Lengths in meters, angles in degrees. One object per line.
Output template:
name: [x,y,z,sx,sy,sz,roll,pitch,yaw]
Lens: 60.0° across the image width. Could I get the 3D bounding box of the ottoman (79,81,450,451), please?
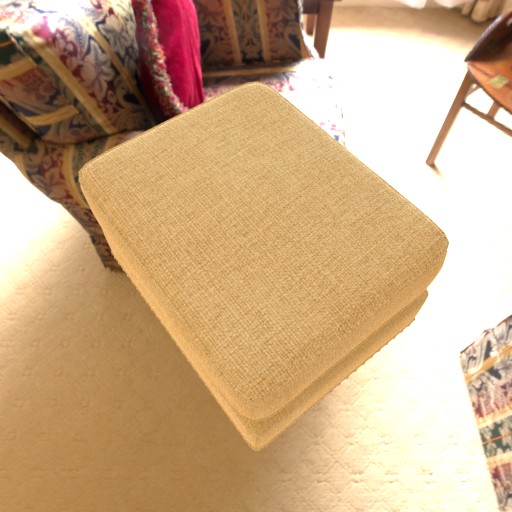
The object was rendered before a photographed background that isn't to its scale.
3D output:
ottoman: [0.000,0.000,1.173,0.589,0.537,0.738,-33,64,-19]
